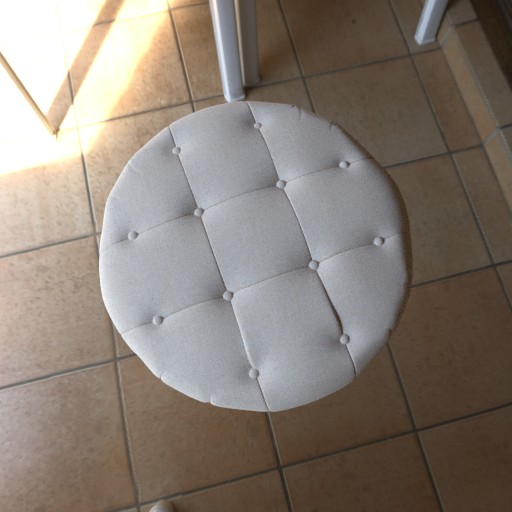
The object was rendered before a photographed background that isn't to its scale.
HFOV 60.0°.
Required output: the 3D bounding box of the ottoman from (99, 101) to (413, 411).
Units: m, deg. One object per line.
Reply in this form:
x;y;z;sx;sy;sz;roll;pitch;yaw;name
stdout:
0.000;0.000;1.449;0.940;0.483;0.940;0;76;0;ottoman
